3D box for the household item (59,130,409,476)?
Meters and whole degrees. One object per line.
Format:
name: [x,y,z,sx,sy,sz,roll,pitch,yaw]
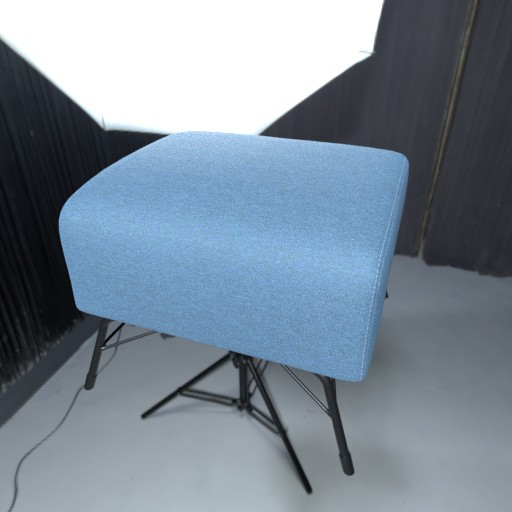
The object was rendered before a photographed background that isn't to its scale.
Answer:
household item: [0.000,0.000,0.895,0.530,0.420,0.530,11,32,17]
